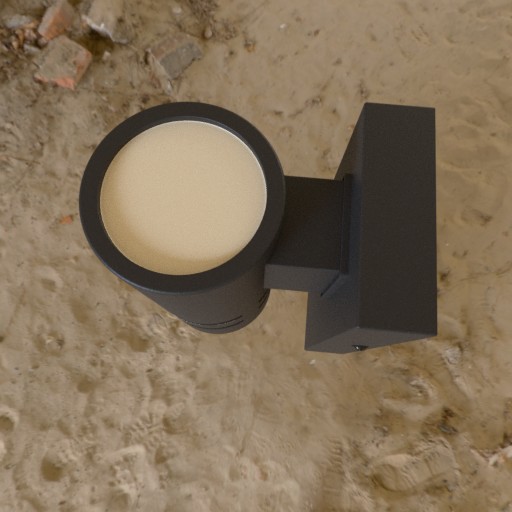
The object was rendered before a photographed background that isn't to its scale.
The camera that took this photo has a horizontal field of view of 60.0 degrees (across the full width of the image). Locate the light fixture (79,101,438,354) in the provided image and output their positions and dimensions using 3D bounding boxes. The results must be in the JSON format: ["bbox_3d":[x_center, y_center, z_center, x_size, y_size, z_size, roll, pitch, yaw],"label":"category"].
[{"bbox_3d":[0.000,0.000,0.257,0.138,0.179,0.098,5,76,1],"label":"light fixture"}]
